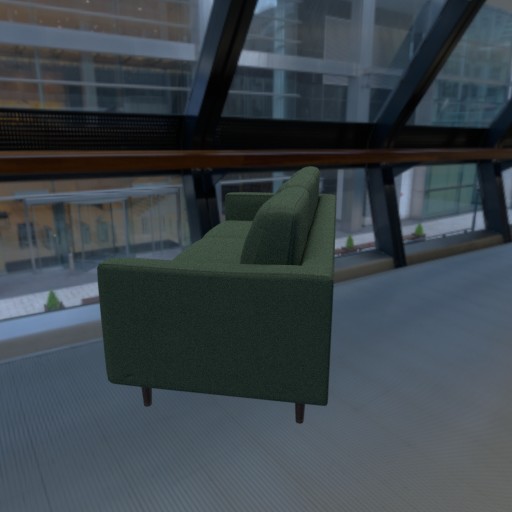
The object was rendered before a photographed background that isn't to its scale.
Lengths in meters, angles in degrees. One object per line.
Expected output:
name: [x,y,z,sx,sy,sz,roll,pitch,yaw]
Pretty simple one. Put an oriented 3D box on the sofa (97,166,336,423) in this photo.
sofa: [0.000,0.000,2.537,0.879,0.899,2.029,3,16,10]
